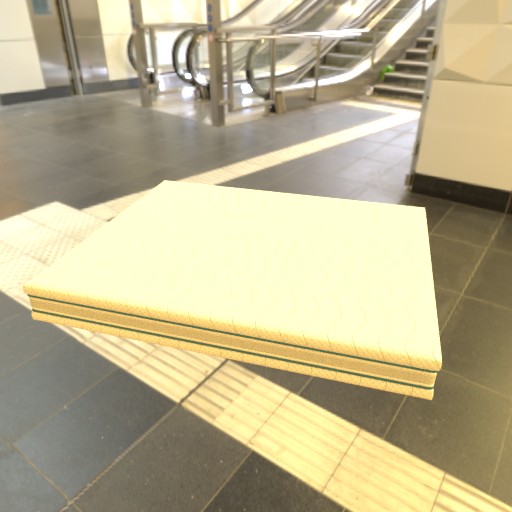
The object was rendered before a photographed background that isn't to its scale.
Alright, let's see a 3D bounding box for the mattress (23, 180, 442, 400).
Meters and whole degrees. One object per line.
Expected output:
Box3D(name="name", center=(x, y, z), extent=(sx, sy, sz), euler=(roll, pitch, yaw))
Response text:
Box3D(name="mattress", center=(0.000, 0.000, 2.715), extent=(2.000, 0.230, 1.600), euler=(8, 31, 14))
